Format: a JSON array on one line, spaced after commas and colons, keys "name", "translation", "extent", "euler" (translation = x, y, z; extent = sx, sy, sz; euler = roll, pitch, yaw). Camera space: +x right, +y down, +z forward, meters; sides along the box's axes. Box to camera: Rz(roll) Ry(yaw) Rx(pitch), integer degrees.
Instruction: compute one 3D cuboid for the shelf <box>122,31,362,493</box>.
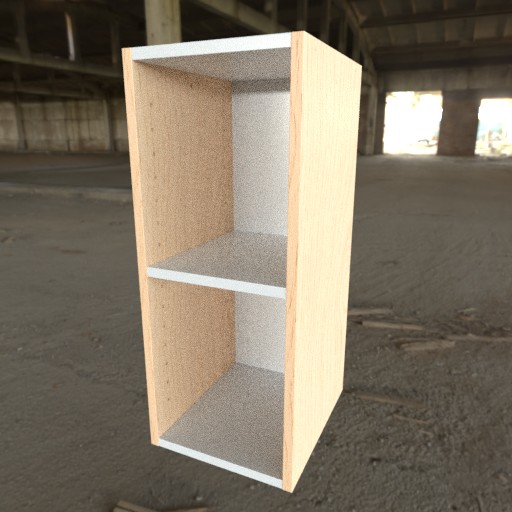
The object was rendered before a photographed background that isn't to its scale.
[{"name": "shelf", "translation": [0.000, 0.000, 0.728], "extent": [0.250, 0.600, 0.290], "euler": [7, 17, 24]}]
